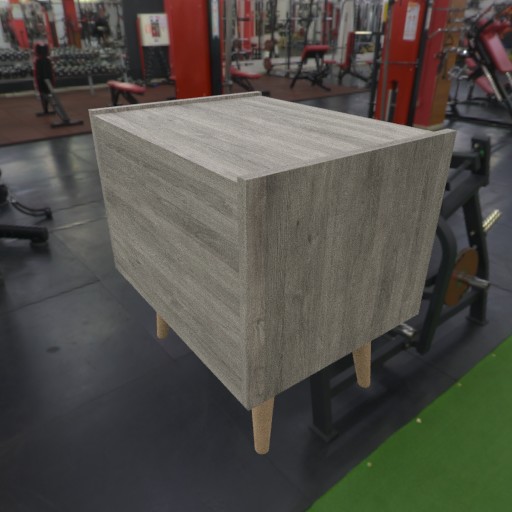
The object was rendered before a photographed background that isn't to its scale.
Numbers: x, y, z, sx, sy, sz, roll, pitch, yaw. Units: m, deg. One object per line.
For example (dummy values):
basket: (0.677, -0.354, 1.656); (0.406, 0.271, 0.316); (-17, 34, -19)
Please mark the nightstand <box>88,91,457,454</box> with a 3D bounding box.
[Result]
nightstand: (0.000, 0.000, 0.829); (0.380, 0.500, 0.480); (-19, 34, -32)
